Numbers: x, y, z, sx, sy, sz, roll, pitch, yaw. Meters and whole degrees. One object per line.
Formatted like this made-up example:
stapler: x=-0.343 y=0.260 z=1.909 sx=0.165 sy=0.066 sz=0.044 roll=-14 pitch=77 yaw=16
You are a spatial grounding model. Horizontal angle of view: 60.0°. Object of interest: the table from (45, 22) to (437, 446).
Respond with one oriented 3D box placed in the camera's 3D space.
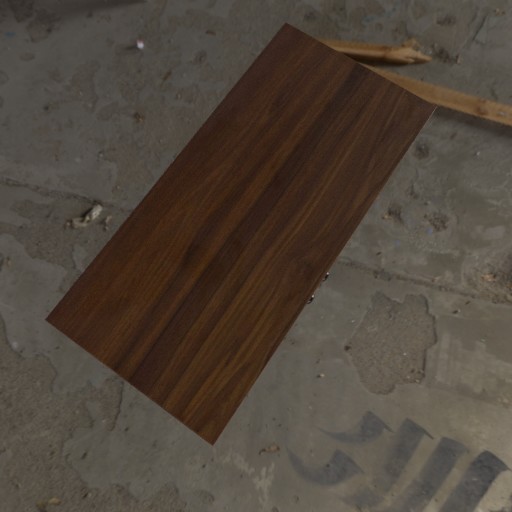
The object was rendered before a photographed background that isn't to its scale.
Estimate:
table: x=0.000 y=0.000 z=1.220 sx=0.390 sy=0.725 sz=0.802 roll=33 pitch=77 yaw=9
